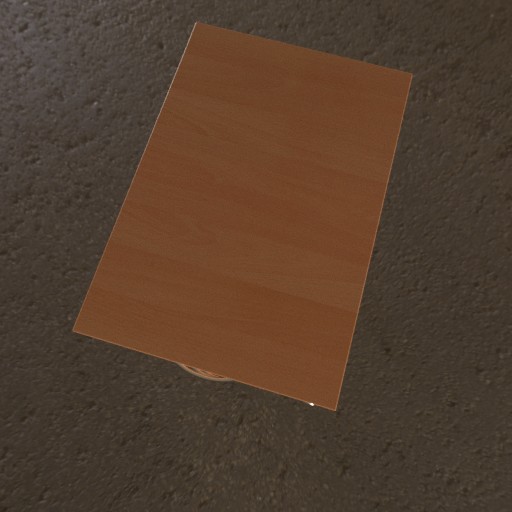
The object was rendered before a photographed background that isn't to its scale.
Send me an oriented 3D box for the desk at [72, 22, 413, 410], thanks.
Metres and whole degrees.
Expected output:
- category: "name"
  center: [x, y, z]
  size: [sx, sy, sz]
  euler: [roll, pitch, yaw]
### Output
- category: "desk"
  center: [0.000, 0.000, 1.072]
  size: [0.404, 0.730, 0.600]
  euler: [16, 75, 4]
